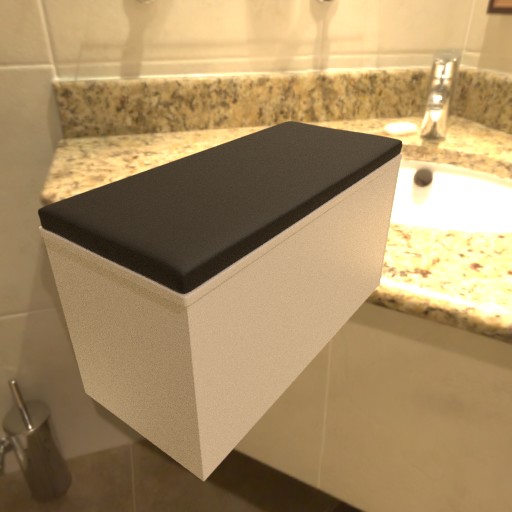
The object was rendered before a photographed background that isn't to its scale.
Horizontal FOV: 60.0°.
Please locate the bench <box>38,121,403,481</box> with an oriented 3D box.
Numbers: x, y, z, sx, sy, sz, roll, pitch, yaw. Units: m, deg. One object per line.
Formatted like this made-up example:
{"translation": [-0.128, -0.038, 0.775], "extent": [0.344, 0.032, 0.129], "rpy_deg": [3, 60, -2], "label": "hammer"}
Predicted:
{"translation": [0.000, 0.000, 1.180], "extent": [0.401, 0.500, 0.899], "rpy_deg": [20, 36, 31], "label": "bench"}
